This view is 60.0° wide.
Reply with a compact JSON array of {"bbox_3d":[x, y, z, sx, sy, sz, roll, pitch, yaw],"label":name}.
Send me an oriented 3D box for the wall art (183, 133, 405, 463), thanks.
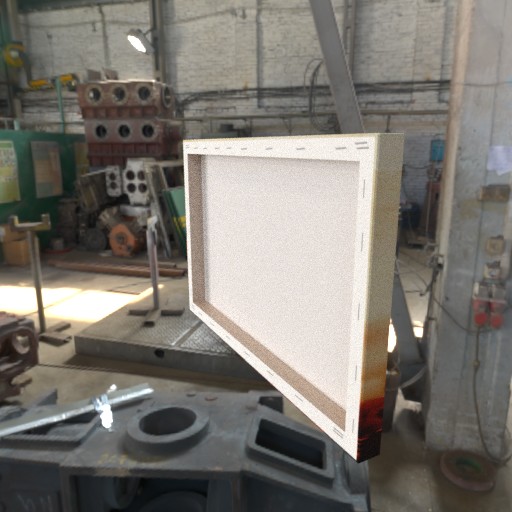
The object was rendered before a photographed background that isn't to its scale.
[{"bbox_3d":[0.000,0.000,0.780,0.040,0.402,0.613,-7,16,-27],"label":"wall art"}]
